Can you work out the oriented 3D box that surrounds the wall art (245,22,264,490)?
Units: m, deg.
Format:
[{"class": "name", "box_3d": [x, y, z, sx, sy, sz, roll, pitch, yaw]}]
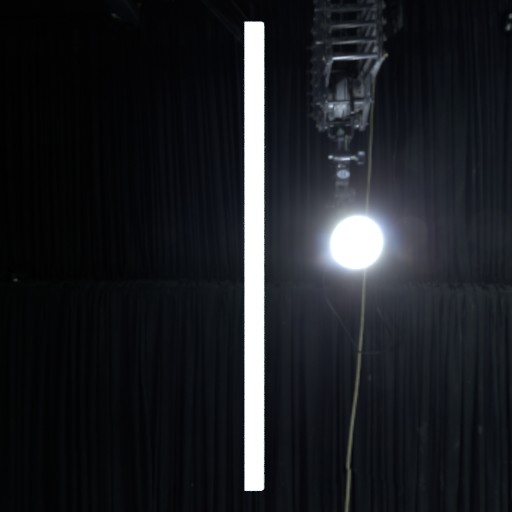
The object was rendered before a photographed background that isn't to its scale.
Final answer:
[{"class": "wall art", "box_3d": [0.000, 0.000, 1.167, 0.038, 0.912, 0.607, 0, 0, 0]}]
